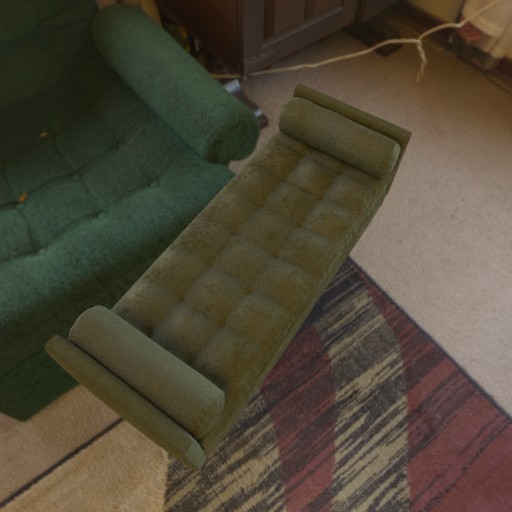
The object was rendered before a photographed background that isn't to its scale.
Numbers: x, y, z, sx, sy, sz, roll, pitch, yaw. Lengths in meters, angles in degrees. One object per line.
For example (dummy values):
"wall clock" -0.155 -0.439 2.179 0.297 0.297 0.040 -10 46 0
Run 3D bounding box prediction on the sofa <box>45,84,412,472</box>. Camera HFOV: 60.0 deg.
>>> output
"sofa" 0.000 0.000 2.488 0.817 0.681 2.130 30 63 17
